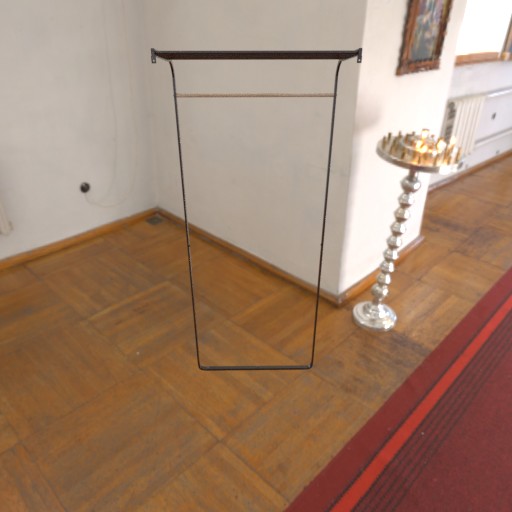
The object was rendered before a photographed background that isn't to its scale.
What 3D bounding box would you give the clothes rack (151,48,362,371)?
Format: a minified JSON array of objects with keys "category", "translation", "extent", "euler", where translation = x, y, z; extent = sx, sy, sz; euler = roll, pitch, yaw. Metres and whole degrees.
[{"category":"clothes rack","translation":[0.000,0.000,1.810],"extent":[0.609,1.574,0.349],"euler":[0,30,-1]}]
